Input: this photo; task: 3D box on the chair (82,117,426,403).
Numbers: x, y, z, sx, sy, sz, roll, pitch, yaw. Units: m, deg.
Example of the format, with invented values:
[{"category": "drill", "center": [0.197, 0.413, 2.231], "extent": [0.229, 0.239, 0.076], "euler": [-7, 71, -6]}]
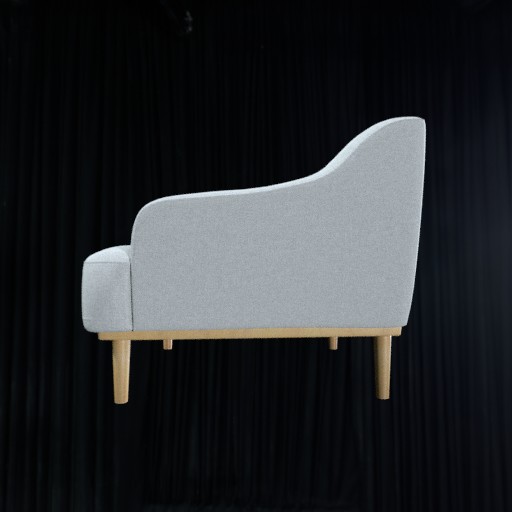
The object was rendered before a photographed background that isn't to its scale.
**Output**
[{"category": "chair", "center": [0.000, 0.000, 1.620], "extent": [0.951, 0.818, 0.946], "euler": [0, -1, -2]}]
